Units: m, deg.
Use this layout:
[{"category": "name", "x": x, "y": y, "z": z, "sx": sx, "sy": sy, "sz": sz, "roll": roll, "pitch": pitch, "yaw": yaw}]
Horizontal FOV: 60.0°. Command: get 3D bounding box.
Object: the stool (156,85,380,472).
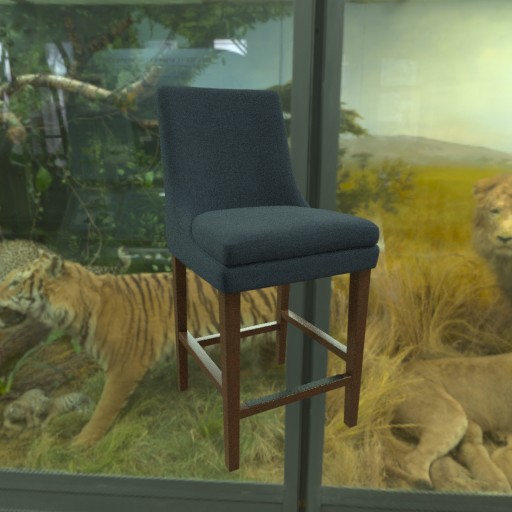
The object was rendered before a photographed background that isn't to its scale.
[{"category": "stool", "x": 0.000, "y": 0.000, "z": 1.322, "sx": 0.470, "sy": 0.981, "sz": 0.577, "roll": -8, "pitch": 17, "yaw": -26}]
